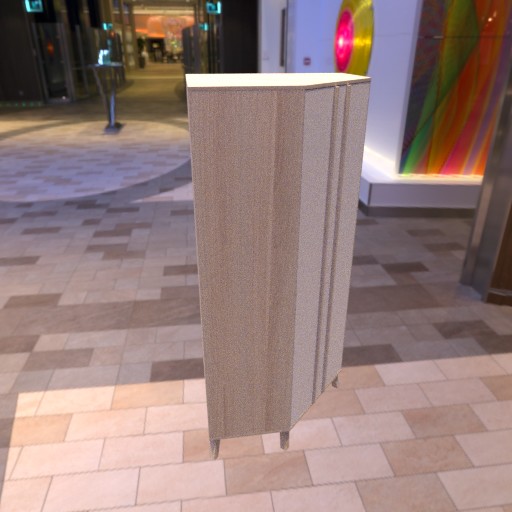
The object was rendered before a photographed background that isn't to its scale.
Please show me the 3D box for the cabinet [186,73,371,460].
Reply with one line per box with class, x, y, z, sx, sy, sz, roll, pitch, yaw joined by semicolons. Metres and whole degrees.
cabinet;0.000;0.000;2.613;0.969;1.957;1.272;17;30;32
